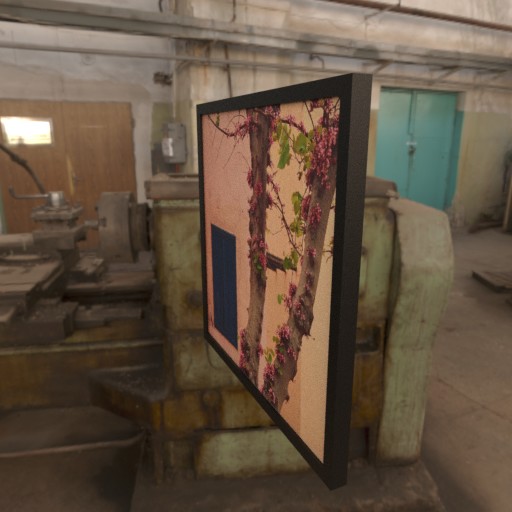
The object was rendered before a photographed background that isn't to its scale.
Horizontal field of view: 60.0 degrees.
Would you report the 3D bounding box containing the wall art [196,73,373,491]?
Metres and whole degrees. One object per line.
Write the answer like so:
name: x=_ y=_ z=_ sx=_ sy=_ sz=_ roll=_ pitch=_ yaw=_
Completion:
wall art: x=0.000 y=0.000 z=1.107 sx=0.038 sy=0.762 sz=0.762 roll=-7 pitch=17 yaw=-24
